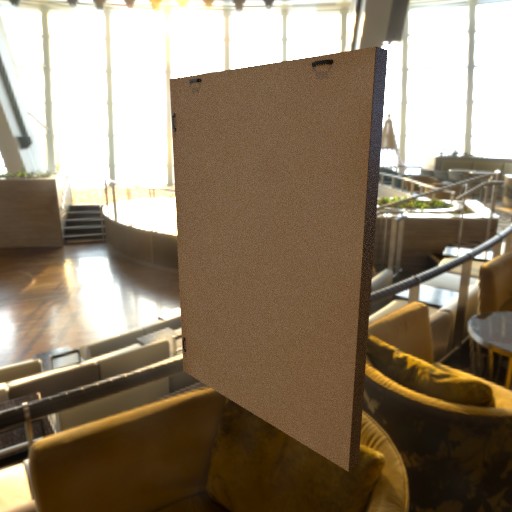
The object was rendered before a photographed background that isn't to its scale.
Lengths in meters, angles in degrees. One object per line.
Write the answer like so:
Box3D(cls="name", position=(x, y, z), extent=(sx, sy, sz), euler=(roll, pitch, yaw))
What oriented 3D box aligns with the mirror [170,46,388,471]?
Box3D(cls="mirror", position=(0.000, 0.000, 0.897), extent=(0.039, 0.711, 0.508), euler=(-14, 21, -43))
